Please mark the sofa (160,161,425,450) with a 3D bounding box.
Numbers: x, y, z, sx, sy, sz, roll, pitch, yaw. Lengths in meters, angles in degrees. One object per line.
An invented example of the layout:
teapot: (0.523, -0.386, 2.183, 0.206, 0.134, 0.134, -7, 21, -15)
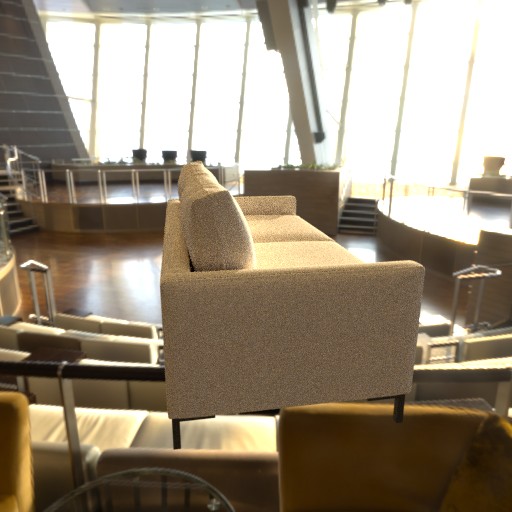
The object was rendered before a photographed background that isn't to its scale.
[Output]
sofa: (0.000, 0.000, 2.118, 0.839, 0.812, 1.651, -3, 16, -10)
